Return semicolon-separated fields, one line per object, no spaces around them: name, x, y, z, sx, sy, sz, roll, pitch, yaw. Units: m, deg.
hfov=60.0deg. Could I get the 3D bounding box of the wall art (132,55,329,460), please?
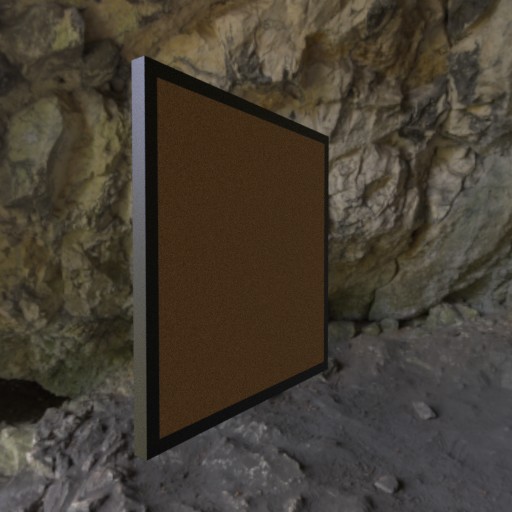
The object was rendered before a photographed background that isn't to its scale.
wall art;0.000;0.000;1.157;0.038;0.765;0.765;1;2;36
